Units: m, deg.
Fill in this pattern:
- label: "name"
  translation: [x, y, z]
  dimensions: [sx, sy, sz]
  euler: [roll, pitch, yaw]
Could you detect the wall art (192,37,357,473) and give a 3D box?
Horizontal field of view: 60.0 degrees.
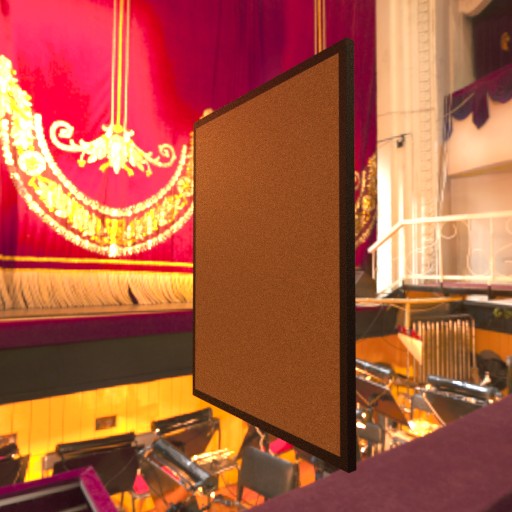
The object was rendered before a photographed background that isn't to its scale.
- label: "wall art"
  translation: [0.000, 0.000, 1.366]
  dimensions: [0.030, 1.027, 0.774]
  euler: [1, -2, -36]
